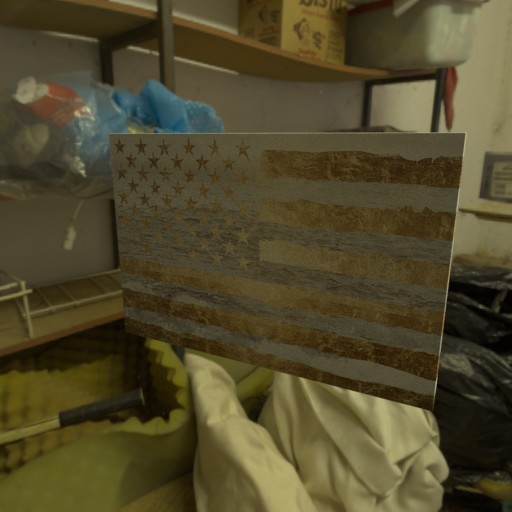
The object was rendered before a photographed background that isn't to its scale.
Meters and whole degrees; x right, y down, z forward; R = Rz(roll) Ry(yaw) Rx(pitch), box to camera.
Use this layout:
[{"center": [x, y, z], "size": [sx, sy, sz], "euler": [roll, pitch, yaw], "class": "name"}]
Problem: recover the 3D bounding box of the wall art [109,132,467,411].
[{"center": [0.000, 0.000, 1.426], "size": [1.145, 0.762, 0.041], "euler": [8, 17, 26], "class": "wall art"}]
